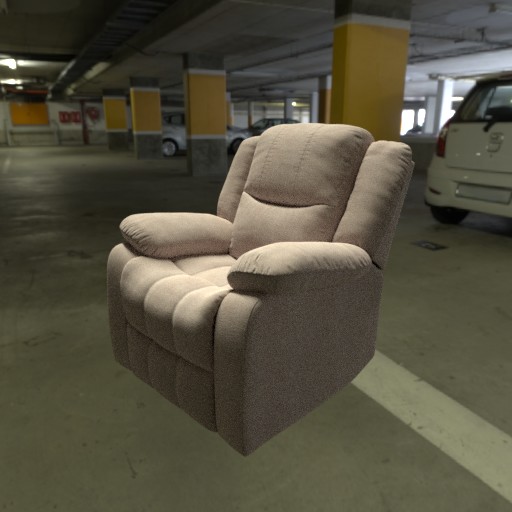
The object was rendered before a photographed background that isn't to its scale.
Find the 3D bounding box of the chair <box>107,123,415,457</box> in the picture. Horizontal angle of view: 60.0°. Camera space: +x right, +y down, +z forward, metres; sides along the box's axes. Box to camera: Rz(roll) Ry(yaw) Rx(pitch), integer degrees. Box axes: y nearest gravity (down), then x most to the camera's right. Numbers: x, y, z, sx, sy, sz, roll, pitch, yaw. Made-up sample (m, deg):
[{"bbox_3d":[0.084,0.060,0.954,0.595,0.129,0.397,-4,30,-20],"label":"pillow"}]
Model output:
[{"bbox_3d":[0.000,0.000,1.753,0.944,1.008,0.899,-16,23,-42],"label":"chair"}]
